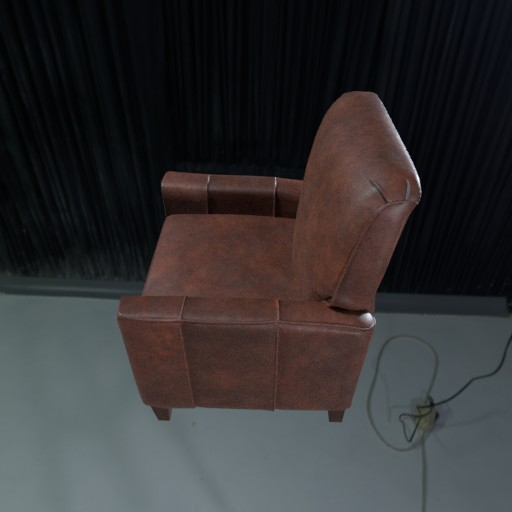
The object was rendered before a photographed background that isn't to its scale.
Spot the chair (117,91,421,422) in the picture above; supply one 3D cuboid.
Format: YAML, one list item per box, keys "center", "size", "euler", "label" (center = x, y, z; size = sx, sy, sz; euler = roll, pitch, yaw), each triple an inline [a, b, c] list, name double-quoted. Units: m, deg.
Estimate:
- center: [0.000, 0.000, 1.646]
  size: [0.836, 1.043, 0.843]
  euler: [1, 40, 1]
  label: "chair"
